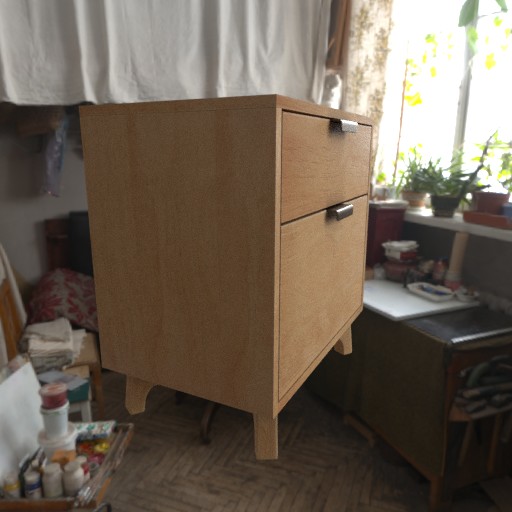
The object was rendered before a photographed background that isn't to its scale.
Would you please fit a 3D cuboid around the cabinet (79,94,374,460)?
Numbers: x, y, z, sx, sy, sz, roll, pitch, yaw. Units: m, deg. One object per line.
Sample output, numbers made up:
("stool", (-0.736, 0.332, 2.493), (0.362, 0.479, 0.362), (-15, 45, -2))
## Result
("cabinet", (0.000, 0.000, 0.973), (0.394, 0.599, 0.551), (7, 15, 27))
